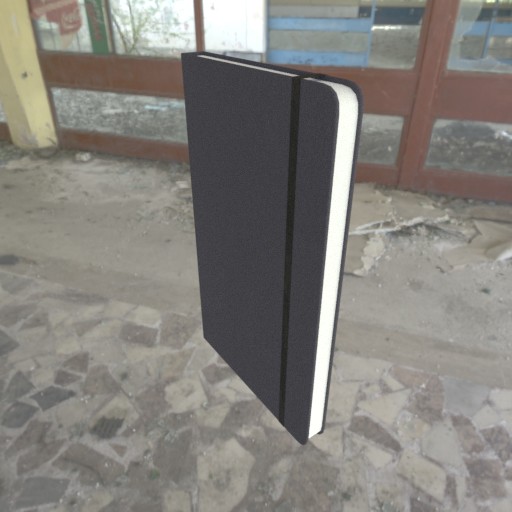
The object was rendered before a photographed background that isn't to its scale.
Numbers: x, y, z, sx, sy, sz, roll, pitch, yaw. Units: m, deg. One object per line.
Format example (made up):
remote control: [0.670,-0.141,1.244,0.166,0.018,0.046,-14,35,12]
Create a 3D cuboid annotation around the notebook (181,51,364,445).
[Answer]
notebook: [0.000,0.000,0.266,0.016,0.213,0.127,-20,36,-30]
